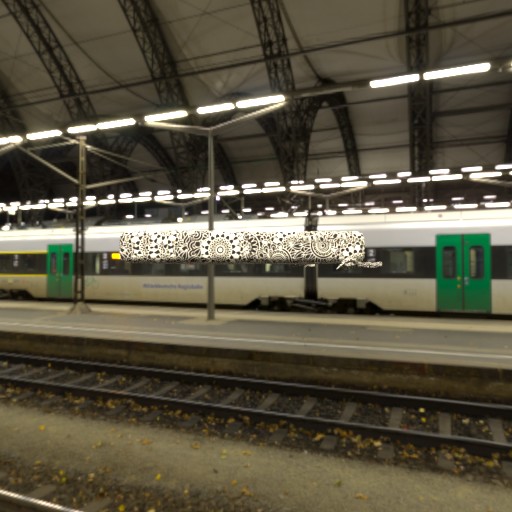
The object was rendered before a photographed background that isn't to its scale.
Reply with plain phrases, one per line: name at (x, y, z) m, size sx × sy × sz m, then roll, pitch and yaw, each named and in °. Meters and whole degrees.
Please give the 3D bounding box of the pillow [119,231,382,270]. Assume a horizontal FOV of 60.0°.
pillow at (0.000, 0.000, 1.379) m, size 0.492 × 0.081 × 1.187 m, roll 0°, pitch -1°, yaw 1°
